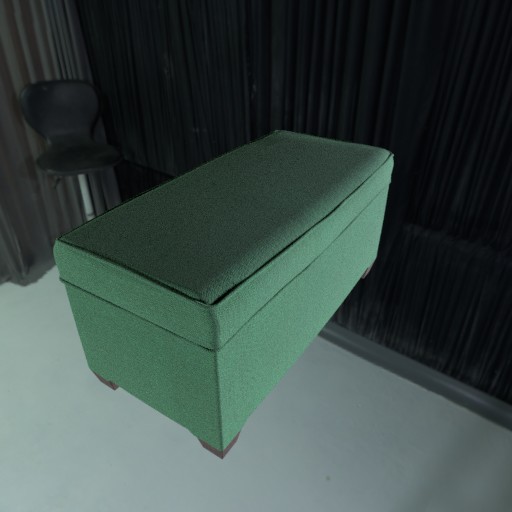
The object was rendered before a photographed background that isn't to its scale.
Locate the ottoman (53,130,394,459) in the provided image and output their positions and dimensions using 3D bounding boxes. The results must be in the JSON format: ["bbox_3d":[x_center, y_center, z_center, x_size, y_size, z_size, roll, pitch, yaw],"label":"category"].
[{"bbox_3d":[0.000,0.000,1.273,0.483,0.471,0.957,20,38,28],"label":"ottoman"}]
